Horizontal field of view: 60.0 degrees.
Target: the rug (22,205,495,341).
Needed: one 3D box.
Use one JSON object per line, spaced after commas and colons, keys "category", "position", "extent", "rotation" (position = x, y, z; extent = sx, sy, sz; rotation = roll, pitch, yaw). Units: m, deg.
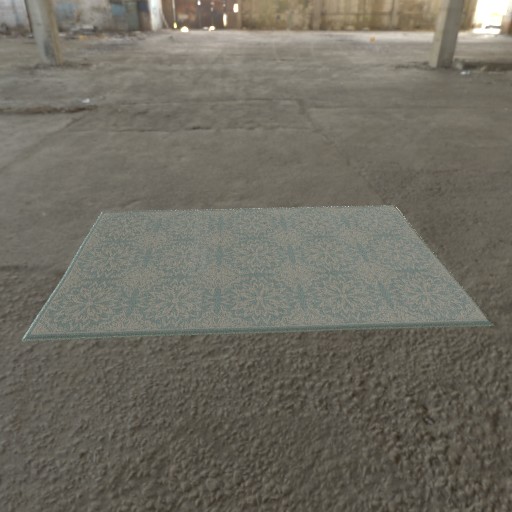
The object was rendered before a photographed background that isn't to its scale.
{"category": "rug", "position": [0.000, 0.000, 2.252], "extent": [1.840, 0.012, 1.219], "rotation": [-1, 29, -3]}
